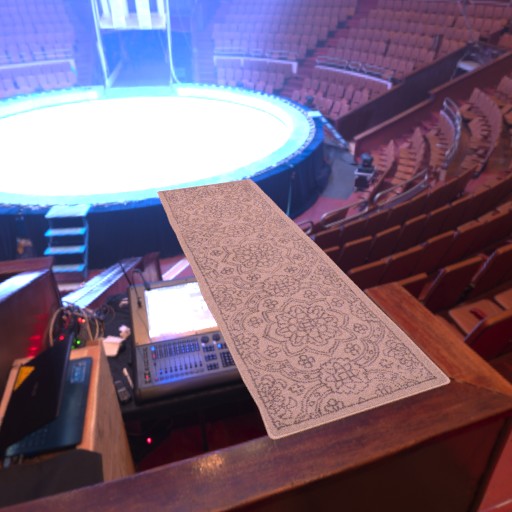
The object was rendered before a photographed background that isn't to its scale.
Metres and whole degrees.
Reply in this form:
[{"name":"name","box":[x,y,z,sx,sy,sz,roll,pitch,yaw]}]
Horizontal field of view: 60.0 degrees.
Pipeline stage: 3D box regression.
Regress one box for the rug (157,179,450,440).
[{"name":"rug","box":[0.000,0.000,2.652,0.806,0.006,2.431,-11,32,-17]}]
